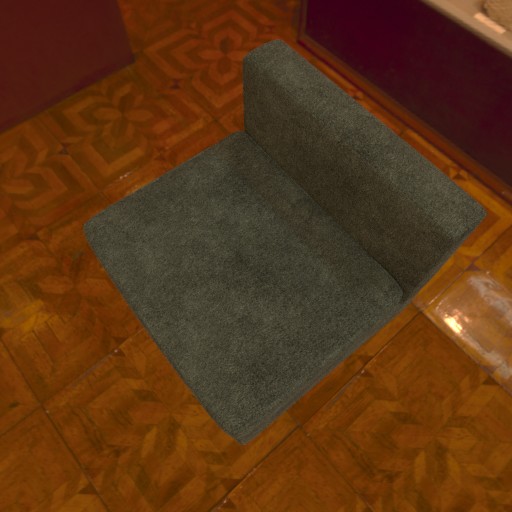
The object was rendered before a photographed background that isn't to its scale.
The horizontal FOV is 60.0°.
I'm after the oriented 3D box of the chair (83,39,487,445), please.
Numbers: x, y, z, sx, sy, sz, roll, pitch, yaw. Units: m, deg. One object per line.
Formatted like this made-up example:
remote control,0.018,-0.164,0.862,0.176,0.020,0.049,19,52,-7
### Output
chair,0.000,0.000,1.184,0.680,0.660,0.680,-36,69,-16
